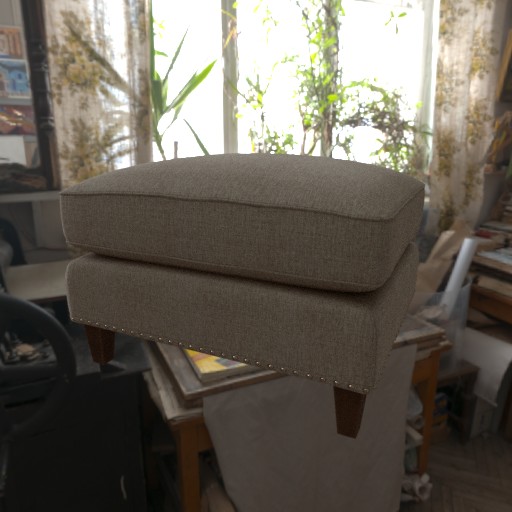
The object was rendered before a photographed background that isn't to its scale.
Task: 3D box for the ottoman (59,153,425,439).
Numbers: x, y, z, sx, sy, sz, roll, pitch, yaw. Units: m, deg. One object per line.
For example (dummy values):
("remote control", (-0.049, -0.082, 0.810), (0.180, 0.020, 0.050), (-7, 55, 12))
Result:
("ottoman", (0.000, 0.000, 1.136), (0.741, 0.513, 0.584), (7, 17, 25))
